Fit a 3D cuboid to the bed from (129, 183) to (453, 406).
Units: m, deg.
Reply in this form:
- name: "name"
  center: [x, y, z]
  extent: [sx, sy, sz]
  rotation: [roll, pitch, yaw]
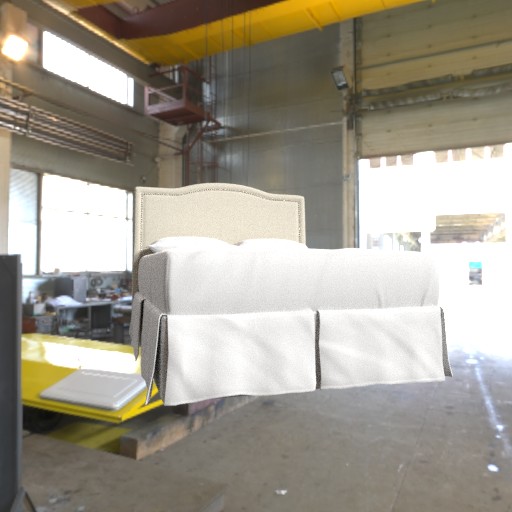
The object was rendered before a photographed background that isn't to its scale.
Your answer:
- name: "bed"
  center: [0.000, 0.000, 3.275]
  extent: [1.741, 1.449, 2.196]
  rotation: [0, -1, -18]
